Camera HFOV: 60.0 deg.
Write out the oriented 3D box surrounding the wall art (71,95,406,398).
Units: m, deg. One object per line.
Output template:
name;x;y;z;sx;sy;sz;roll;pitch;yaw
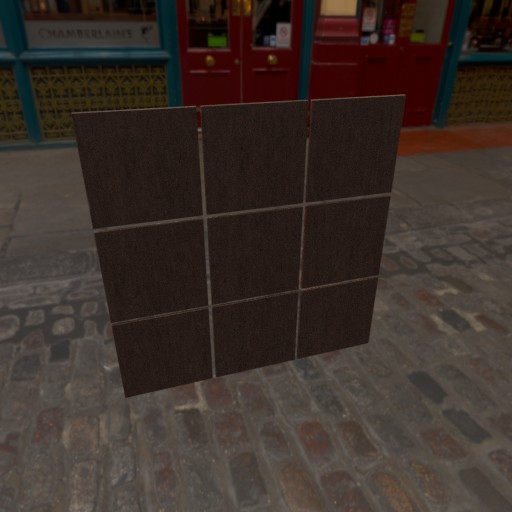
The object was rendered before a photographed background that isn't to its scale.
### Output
wall art;0.000;0.000;2.308;1.527;1.525;0.014;-9;29;-16
